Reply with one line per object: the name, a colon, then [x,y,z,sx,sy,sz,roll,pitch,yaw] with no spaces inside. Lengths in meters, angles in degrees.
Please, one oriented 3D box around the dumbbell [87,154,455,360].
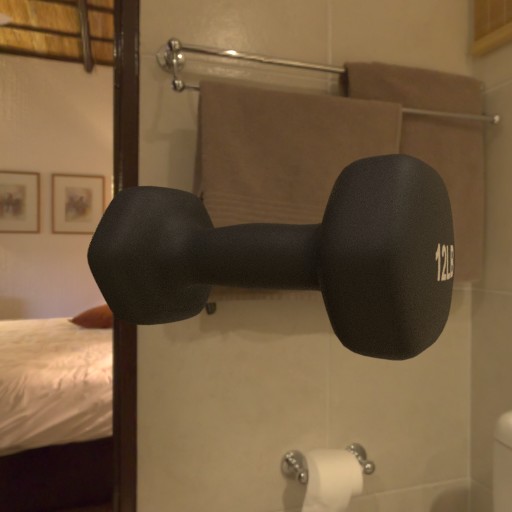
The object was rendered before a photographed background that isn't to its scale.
dumbbell: [0.000,0.000,0.285,0.231,0.101,0.112,0,1,35]
